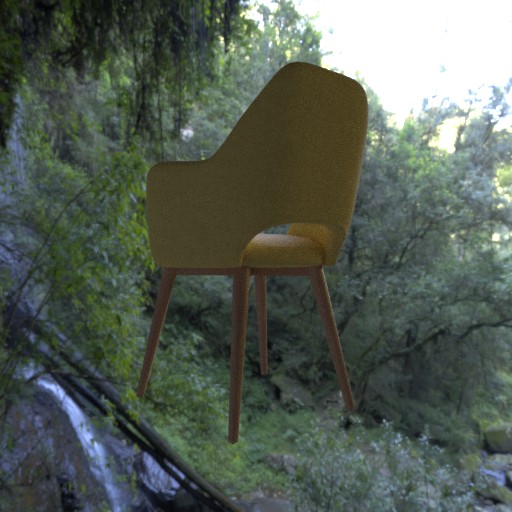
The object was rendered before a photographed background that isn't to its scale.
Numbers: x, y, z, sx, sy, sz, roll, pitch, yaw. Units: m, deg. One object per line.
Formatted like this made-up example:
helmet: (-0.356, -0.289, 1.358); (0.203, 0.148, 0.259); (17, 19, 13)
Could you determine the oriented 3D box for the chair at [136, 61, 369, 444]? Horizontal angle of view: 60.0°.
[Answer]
chair: (0.000, 0.000, 1.234); (0.590, 0.840, 0.610); (1, -1, -36)
